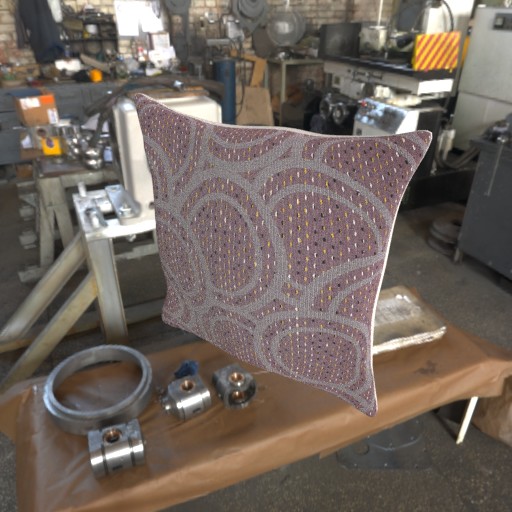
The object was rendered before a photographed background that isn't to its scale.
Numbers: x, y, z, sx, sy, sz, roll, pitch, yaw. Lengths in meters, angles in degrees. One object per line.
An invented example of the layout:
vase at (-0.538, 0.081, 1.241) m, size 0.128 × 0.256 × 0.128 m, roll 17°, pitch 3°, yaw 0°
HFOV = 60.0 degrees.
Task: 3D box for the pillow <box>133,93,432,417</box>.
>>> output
pillow at (0.000, 0.000, 0.792) m, size 0.514 × 0.513 × 0.163 m, roll 18°, pitch 35°, yaw 28°
